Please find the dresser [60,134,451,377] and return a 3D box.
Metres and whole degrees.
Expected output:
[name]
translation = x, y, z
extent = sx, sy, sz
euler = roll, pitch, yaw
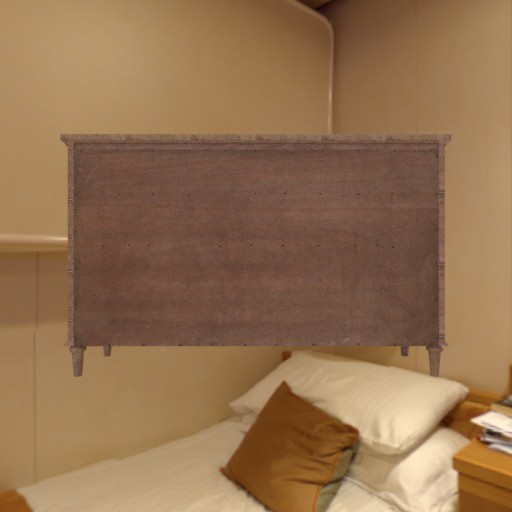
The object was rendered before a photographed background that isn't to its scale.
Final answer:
[dresser]
translation = 0.000, 0.000, 2.071
extent = 1.626, 1.016, 0.457
euler = 0, 0, 0
